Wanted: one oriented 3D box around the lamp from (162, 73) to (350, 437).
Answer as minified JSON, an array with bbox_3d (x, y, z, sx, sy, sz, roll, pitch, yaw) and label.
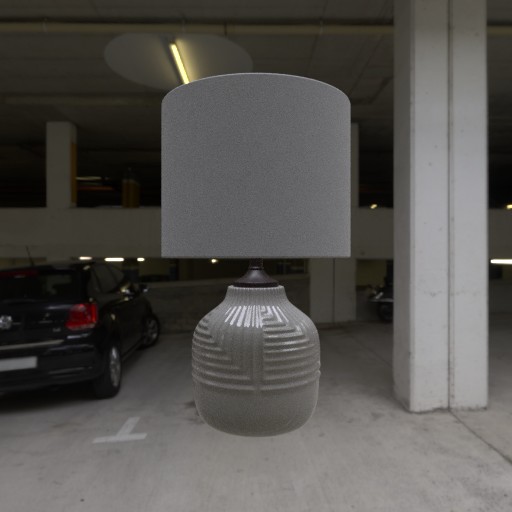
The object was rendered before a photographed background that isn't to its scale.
[{"bbox_3d":[0.000,0.000,0.762,0.318,0.567,0.318,0,0,0],"label":"lamp"}]
